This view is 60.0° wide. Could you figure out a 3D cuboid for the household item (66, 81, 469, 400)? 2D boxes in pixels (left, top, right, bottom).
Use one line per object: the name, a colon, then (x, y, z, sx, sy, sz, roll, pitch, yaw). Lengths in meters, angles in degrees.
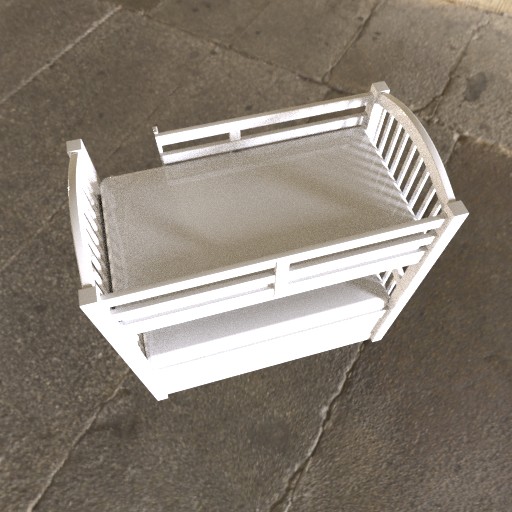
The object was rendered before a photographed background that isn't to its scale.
household item: (0.000, 0.000, 3.285, 2.032, 2.032, 1.143, -13, 60, -8)
